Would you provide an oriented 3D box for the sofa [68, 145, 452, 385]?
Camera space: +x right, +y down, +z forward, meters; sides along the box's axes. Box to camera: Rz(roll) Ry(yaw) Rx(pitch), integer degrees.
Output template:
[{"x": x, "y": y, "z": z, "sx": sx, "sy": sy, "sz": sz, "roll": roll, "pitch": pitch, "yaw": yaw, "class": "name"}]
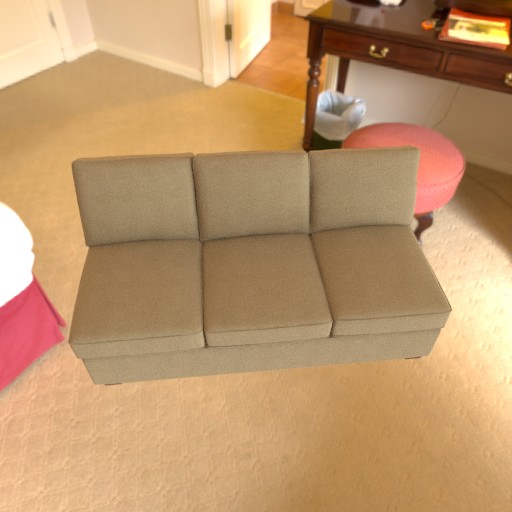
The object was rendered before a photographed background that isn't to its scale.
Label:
[{"x": 0.000, "y": 0.000, "z": 2.727, "sx": 2.092, "sy": 1.036, "sz": 1.127, "roll": -4, "pitch": 46, "yaw": -4, "class": "sofa"}]
